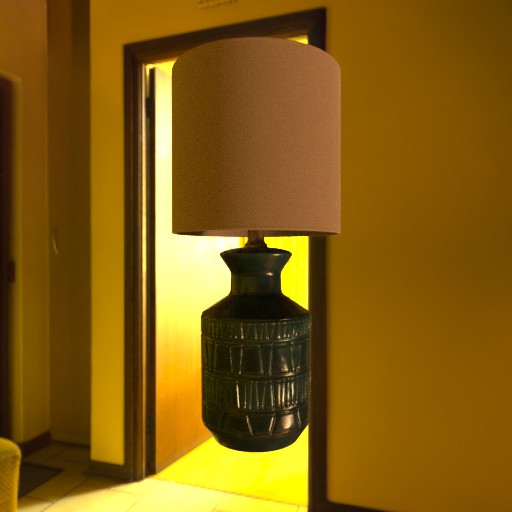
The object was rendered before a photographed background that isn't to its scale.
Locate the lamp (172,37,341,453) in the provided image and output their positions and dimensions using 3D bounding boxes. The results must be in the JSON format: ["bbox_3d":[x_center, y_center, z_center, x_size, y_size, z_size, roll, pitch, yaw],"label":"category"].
[{"bbox_3d":[0.000,0.000,0.564,0.211,0.455,0.211,0,0,-1],"label":"lamp"}]
